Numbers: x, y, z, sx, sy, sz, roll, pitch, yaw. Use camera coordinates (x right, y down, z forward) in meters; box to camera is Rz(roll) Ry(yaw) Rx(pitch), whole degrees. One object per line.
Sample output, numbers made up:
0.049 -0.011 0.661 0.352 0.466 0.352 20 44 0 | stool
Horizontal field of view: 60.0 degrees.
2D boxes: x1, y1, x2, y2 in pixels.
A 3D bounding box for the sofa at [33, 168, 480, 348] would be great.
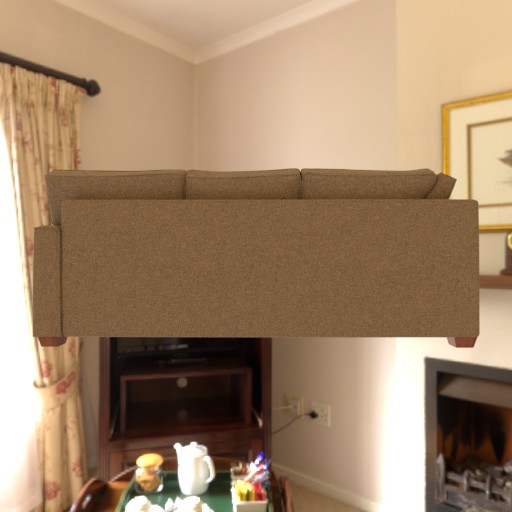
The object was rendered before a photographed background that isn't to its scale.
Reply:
0.000 0.000 2.795 2.317 0.962 1.061 0 0 1 | sofa
